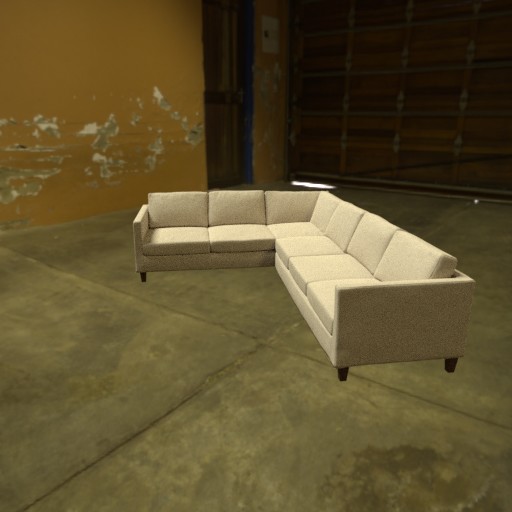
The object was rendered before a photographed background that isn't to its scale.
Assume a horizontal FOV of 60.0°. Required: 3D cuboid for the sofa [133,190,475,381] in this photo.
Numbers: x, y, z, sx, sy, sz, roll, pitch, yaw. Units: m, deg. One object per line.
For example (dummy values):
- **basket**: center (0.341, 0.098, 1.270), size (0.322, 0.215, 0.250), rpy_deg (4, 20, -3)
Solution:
- **sofa**: center (0.000, 0.000, 4.262), size (2.432, 0.863, 3.182), rpy_deg (-2, 17, -8)
